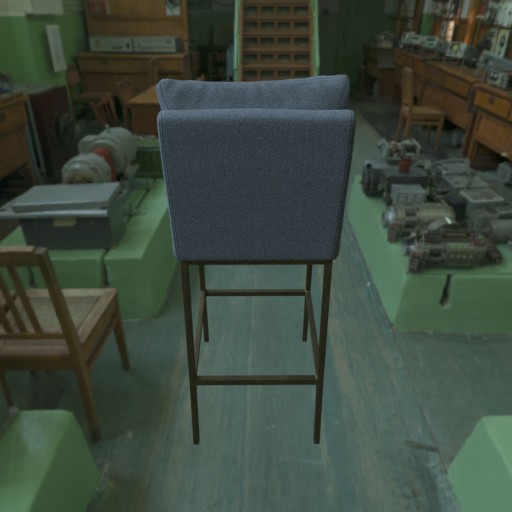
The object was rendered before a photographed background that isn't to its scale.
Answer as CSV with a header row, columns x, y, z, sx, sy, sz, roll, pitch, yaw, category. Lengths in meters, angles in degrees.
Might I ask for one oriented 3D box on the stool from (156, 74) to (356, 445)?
x,y,z,sx,sy,sz,roll,pitch,yaw,category
0.000,0.000,1.422,0.463,1.130,0.569,0,29,0,stool
